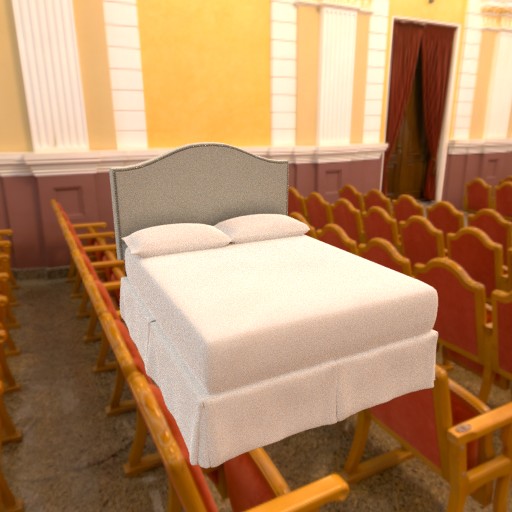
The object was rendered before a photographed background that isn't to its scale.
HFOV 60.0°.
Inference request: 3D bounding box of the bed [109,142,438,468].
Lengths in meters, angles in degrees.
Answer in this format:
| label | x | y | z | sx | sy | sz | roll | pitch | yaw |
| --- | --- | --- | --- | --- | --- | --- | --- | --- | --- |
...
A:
| label | x | y | z | sx | sy | sz | roll | pitch | yaw |
| --- | --- | --- | --- | --- | --- | --- | --- | --- | --- |
| bed | 0.000 | 0.000 | 3.395 | 1.813 | 1.607 | 2.180 | -8 | 19 | -26 |
